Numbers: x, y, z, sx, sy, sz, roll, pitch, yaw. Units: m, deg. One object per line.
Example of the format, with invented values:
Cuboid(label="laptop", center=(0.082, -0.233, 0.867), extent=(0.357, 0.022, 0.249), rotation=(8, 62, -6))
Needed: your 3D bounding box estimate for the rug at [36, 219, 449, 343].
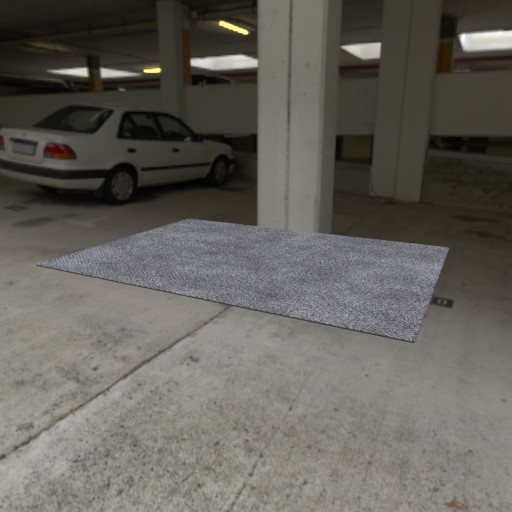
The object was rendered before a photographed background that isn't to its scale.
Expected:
Cuboid(label="rug", center=(0.000, 0.000, 2.925), extent=(2.235, 0.008, 1.600), rotation=(8, 18, 26))
